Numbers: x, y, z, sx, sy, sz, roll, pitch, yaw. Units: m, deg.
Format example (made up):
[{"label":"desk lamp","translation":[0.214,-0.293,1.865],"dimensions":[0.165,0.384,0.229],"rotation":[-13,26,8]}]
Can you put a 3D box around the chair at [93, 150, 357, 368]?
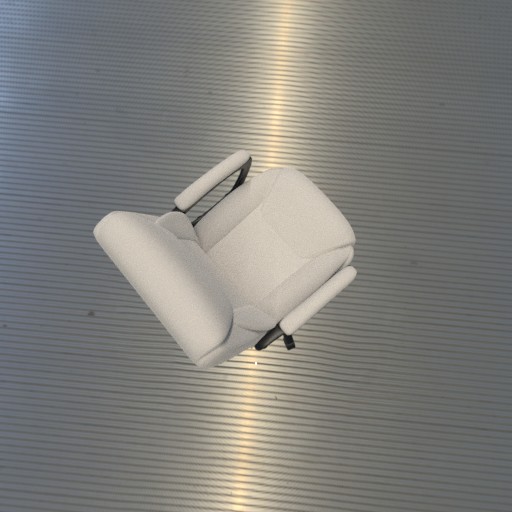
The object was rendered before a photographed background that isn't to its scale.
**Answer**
[{"label":"chair","translation":[0.000,0.000,1.510],"dimensions":[0.669,1.065,0.663],"rotation":[-39,80,-9]}]
